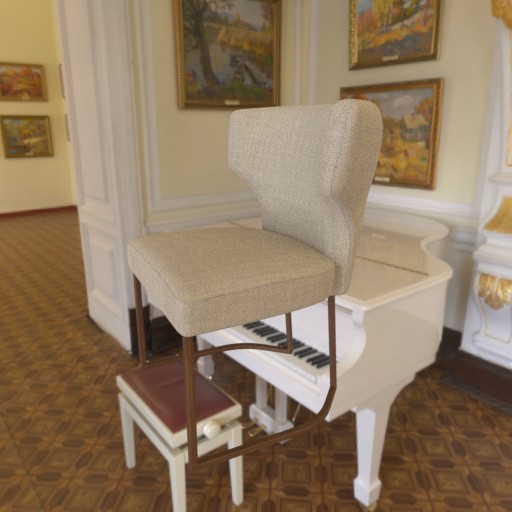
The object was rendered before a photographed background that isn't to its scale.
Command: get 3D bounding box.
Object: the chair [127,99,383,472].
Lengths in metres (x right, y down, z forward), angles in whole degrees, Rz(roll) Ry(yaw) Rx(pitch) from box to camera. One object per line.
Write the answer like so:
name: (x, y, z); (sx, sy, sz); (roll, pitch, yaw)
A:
chair: (0.000, 0.000, 1.244); (0.617, 0.824, 0.611); (-8, 18, -26)
